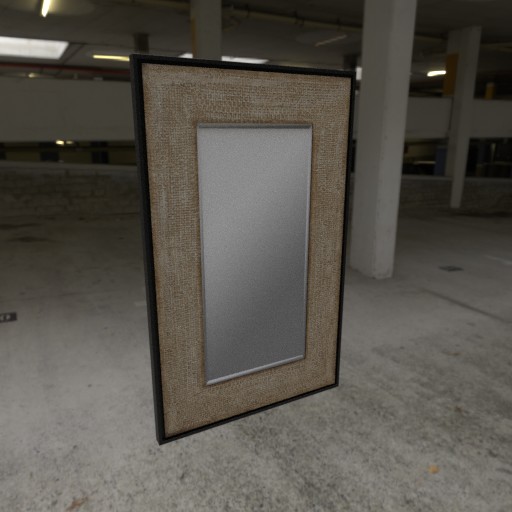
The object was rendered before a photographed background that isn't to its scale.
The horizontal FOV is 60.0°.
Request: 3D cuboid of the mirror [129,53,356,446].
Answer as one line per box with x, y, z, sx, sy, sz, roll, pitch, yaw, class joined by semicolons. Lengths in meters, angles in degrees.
0.000;0.000;1.522;0.762;1.219;0.038;-8;18;-27;mirror
